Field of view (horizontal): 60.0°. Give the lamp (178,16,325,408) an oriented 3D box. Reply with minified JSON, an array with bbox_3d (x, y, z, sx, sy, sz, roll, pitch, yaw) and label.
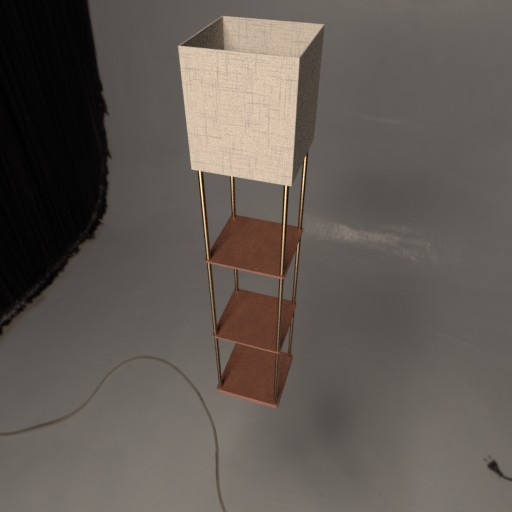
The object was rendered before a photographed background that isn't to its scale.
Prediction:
[{"bbox_3d":[0.000,0.000,1.696,0.310,1.569,0.308,12,43,13],"label":"lamp"}]
